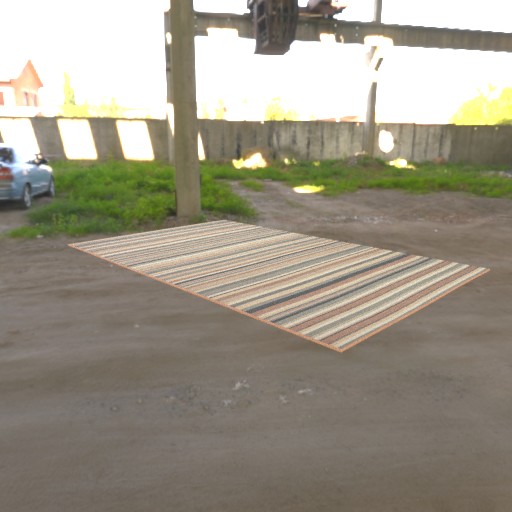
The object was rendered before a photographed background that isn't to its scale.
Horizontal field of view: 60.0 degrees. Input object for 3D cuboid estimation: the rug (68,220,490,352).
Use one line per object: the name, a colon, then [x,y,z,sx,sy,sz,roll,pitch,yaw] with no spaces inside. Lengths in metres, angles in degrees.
rug: [0.000,0.000,2.970,1.523,0.014,2.438,-14,20,-43]
